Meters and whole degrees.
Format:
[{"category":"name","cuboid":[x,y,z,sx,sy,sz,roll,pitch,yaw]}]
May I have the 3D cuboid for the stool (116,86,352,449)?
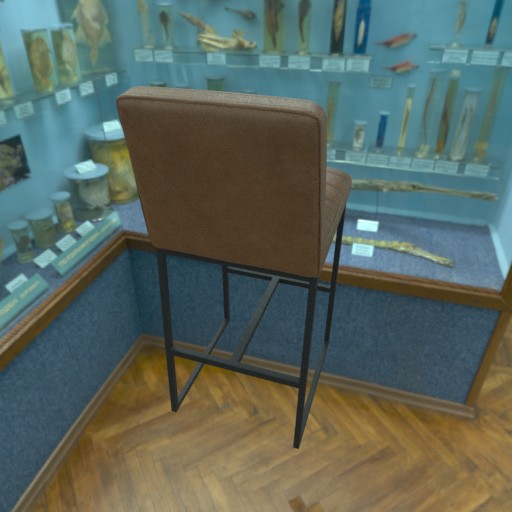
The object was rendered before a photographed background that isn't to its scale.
[{"category":"stool","cuboid":[0.000,0.000,1.325,0.458,1.040,0.556,11,35,16]}]
